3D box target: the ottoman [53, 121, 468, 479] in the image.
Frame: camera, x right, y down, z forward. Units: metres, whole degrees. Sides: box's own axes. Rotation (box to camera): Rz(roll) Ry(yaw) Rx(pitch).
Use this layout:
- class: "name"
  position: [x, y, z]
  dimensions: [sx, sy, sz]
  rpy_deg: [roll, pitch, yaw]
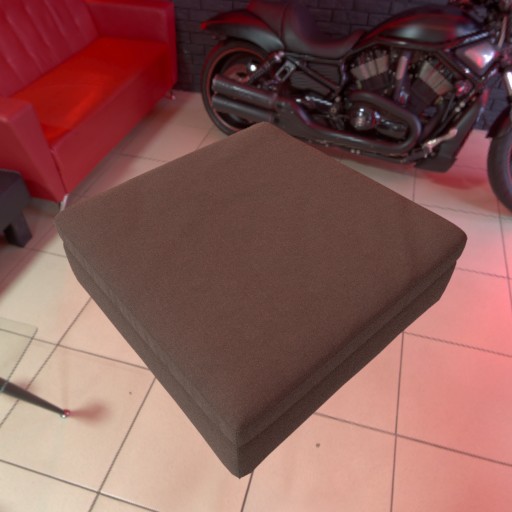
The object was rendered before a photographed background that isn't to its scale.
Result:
- class: "ottoman"
  position: [0.000, 0.000, 1.832]
  dimensions: [1.181, 0.470, 1.181]
  rpy_deg: [-32, 53, -28]
